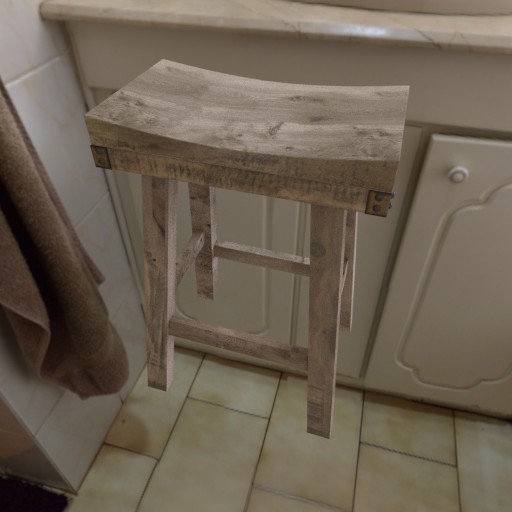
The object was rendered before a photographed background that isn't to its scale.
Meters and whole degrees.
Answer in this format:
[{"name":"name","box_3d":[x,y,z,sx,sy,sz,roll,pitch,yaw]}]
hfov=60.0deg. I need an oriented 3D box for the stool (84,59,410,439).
[{"name":"stool","box_3d":[0.000,0.000,0.883,0.450,0.635,0.330,12,43,13]}]
